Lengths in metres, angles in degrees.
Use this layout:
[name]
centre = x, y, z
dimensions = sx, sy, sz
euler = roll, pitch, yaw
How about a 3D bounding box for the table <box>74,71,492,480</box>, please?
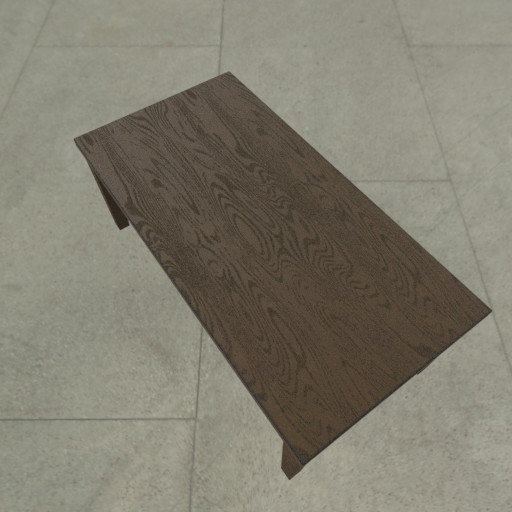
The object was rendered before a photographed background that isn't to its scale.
[table]
centre = 0.000, 0.000, 2.443
dimensions = 1.016, 0.762, 1.981
euler = -31, 63, -18
